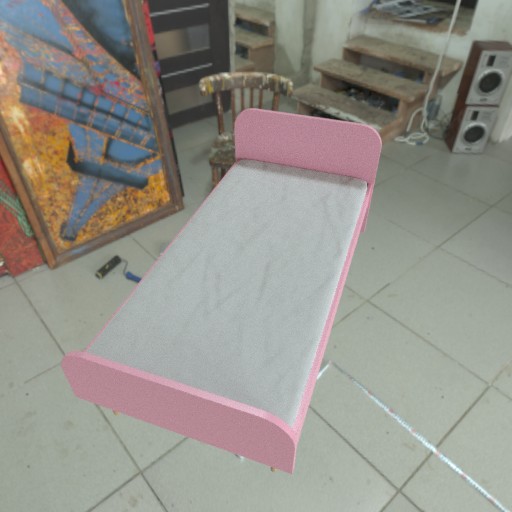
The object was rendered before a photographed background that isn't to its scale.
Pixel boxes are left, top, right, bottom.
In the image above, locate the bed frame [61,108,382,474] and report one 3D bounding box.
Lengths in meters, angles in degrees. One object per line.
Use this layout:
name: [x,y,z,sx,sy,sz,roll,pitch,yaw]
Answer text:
bed frame: [0.000,0.000,2.426,0.998,0.805,1.963,13,42,15]
